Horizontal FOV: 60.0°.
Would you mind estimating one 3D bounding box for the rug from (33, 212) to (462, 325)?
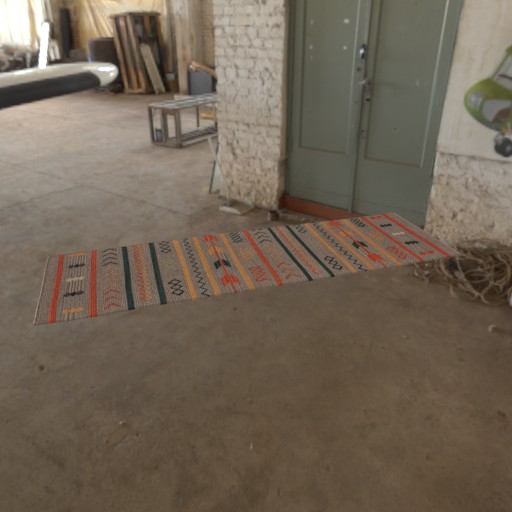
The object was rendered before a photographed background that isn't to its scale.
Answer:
[{"bbox_3d":[0.000,0.000,2.702,2.419,0.022,0.744,-8,28,-16],"label":"rug"}]
